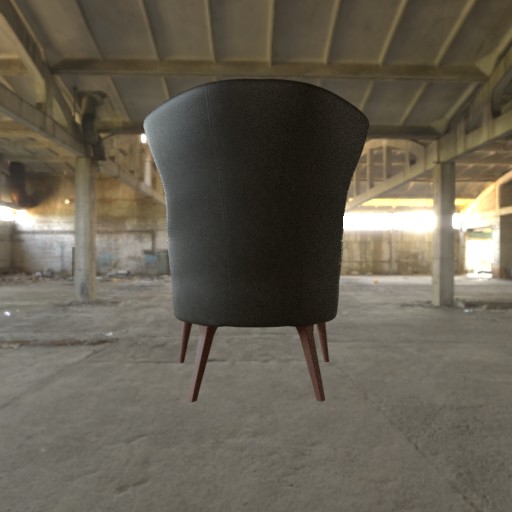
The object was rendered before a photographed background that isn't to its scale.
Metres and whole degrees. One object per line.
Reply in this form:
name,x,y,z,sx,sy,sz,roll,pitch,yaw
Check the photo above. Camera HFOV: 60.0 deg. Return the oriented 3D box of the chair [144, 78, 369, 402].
chair,0.000,0.000,1.799,0.819,1.068,0.954,0,0,-1
